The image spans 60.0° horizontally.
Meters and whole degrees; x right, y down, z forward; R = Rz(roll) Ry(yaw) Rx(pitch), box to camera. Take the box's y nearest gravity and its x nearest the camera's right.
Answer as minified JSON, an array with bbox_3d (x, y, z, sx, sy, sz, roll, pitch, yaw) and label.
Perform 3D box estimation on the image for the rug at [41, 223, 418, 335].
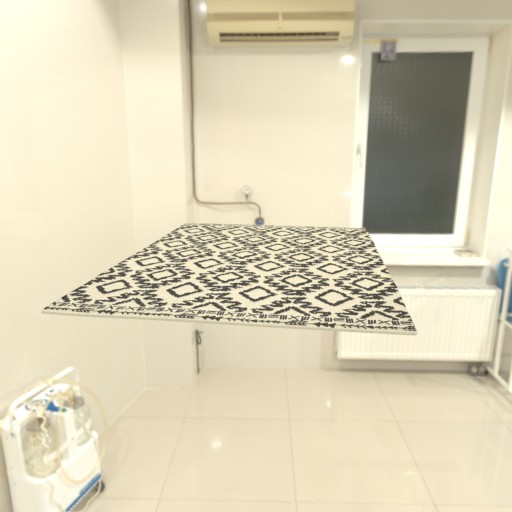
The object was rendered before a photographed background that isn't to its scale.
[{"bbox_3d":[0.000,0.000,4.378,2.444,0.036,3.369,2,15,8],"label":"rug"}]
